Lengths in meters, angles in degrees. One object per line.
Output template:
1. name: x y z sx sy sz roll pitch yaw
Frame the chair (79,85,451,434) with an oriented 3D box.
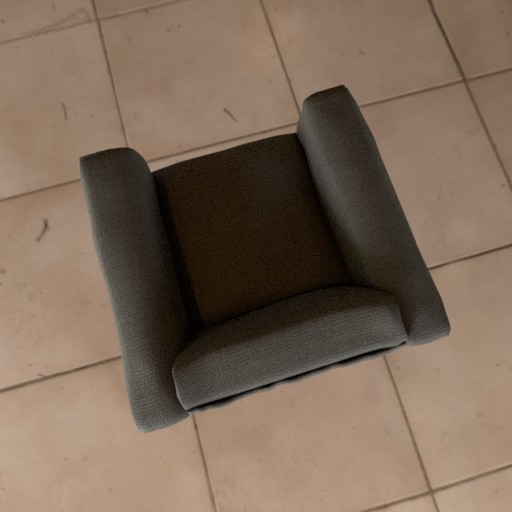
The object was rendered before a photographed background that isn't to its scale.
1. chair: 0.000 0.000 1.697 1.056 0.646 0.969 -17 77 -4
